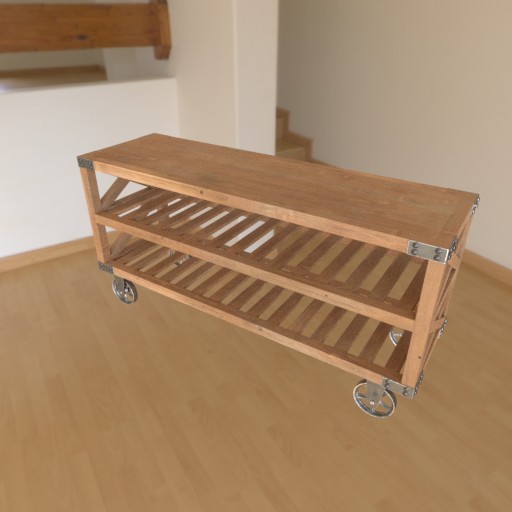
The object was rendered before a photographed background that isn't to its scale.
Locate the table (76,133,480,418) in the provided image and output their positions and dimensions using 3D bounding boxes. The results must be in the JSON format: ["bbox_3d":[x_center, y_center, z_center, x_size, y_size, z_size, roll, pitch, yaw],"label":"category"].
[{"bbox_3d":[0.000,0.000,1.829,1.487,0.711,0.467,18,34,28],"label":"table"}]
